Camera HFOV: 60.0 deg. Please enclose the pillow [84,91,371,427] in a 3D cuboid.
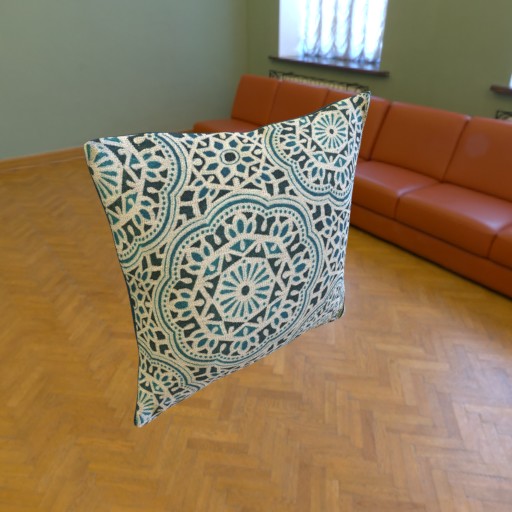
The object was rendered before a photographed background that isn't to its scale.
[{"bbox_3d":[0.000,0.000,0.653,0.440,0.420,0.145,-21,36,-33],"label":"pillow"}]
